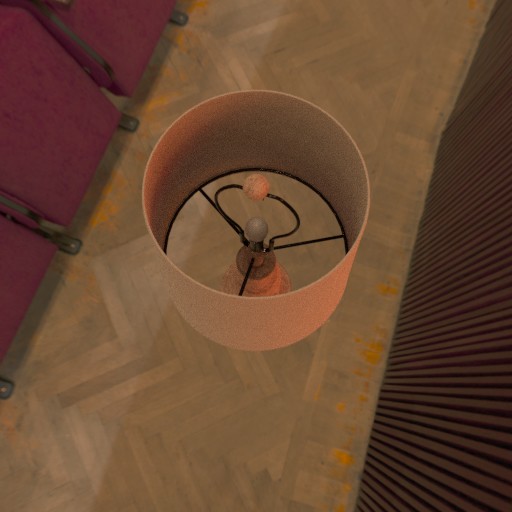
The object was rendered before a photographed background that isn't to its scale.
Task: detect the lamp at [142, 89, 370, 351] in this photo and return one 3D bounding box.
[{"bbox_3d":[0.000,0.000,0.649,0.273,0.497,0.273,0,74,0],"label":"lamp"}]
